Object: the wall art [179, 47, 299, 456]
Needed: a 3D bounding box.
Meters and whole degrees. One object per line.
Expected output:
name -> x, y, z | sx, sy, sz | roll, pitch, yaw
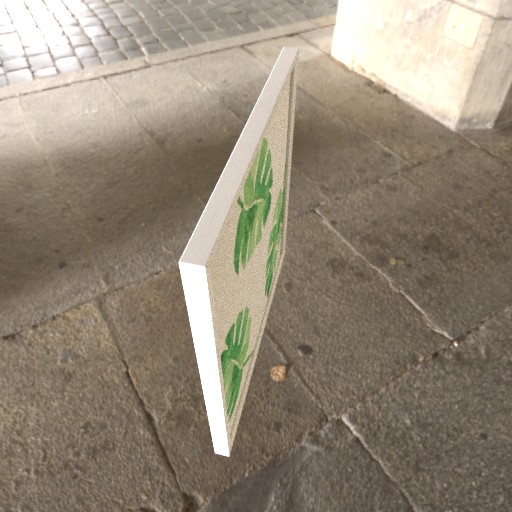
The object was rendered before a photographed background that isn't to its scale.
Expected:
wall art -> 0.000, 0.000, 1.154 | 0.040, 0.762, 0.762 | 10, 48, 9
